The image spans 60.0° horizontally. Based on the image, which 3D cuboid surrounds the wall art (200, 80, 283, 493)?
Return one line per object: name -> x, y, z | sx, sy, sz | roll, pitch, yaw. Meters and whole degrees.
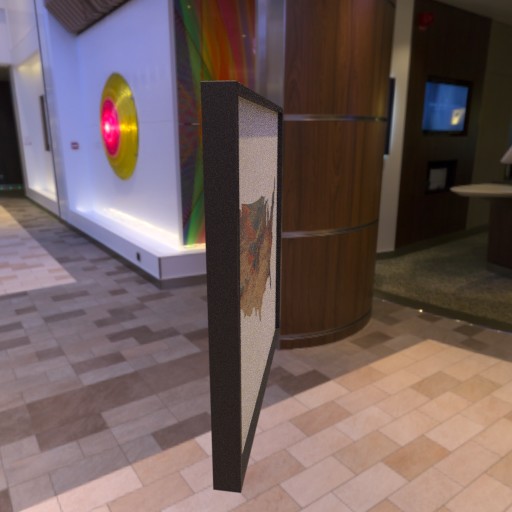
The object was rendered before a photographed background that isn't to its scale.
wall art -> 0.000, 0.000, 0.759 | 0.038, 0.507, 0.507 | 2, 16, 8
